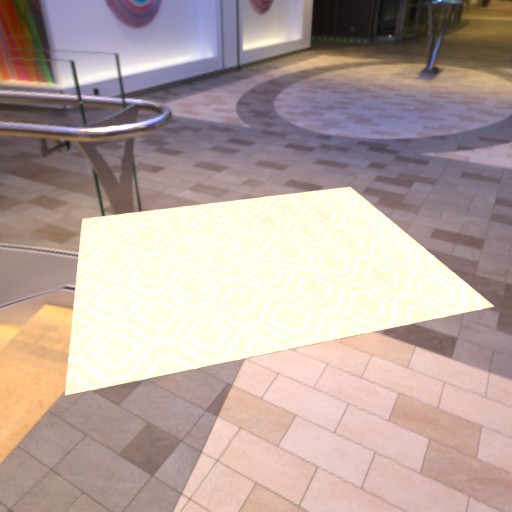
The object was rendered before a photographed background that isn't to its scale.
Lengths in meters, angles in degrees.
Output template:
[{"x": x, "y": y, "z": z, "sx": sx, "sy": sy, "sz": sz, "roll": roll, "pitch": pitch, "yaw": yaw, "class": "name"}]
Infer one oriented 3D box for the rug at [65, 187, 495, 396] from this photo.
[{"x": 0.000, "y": 0.000, "z": 3.763, "sx": 2.892, "sy": 0.006, "sz": 2.283, "roll": -9, "pitch": 33, "yaw": -14, "class": "rug"}]
